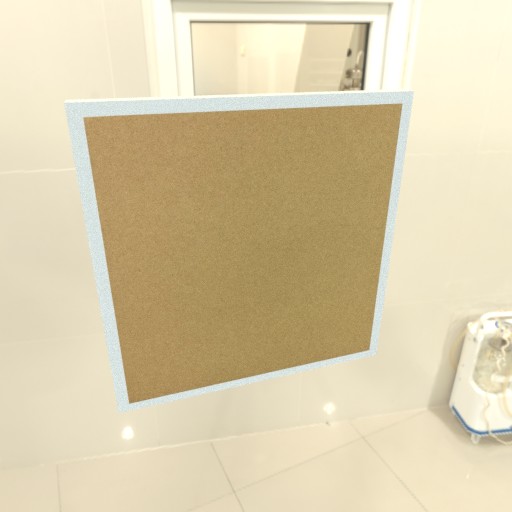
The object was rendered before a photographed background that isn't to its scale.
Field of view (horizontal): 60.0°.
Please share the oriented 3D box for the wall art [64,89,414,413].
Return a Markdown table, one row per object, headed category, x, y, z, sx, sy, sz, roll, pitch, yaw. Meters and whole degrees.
| category | x | y | z | sx | sy | sz | roll | pitch | yaw |
| --- | --- | --- | --- | --- | --- | --- | --- | --- | --- |
| wall art | 0.000 | 0.000 | 0.447 | 0.307 | 0.307 | 0.020 | -8 | 26 | -17 |
